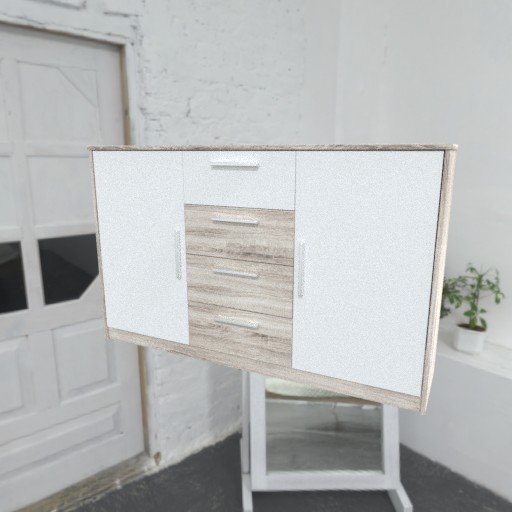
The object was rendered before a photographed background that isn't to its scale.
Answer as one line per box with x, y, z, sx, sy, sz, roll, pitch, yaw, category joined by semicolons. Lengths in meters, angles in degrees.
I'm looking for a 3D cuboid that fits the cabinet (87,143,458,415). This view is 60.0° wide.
0.000;0.000;1.860;1.450;0.900;0.380;6;15;25;cabinet
